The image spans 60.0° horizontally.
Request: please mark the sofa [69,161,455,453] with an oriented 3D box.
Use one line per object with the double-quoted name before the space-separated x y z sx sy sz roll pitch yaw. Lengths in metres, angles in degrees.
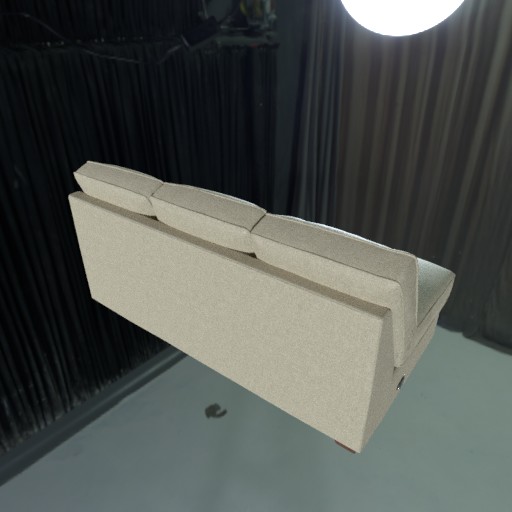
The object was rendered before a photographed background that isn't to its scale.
"sofa" 0.000 0.000 2.514 1.962 0.973 1.027 21 35 32
